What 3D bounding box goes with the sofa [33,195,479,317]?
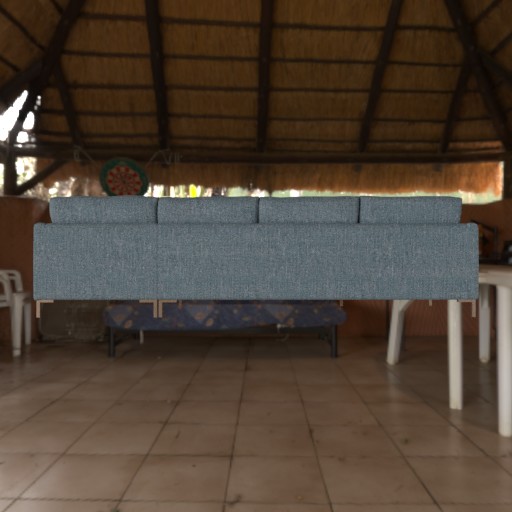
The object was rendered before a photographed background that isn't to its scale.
[{"bbox_3d":[0.000,0.000,3.585,2.737,0.753,1.879,0,0,0],"label":"sofa"}]
